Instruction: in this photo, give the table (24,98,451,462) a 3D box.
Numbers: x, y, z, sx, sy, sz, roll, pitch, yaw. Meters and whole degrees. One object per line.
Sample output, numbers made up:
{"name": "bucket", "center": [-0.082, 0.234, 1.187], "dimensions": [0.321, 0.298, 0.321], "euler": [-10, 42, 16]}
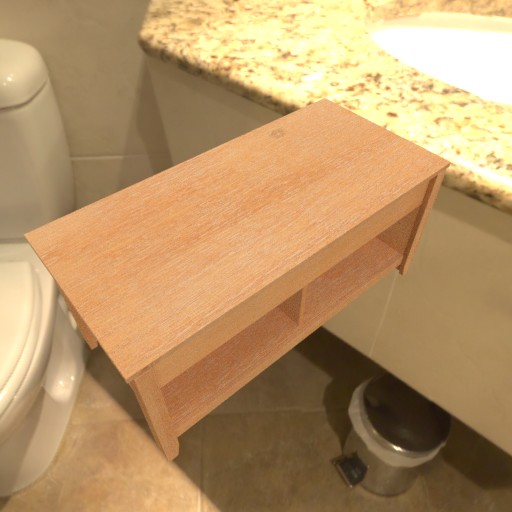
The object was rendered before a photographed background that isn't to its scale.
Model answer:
{"name": "table", "center": [0.000, 0.000, 1.301], "dimensions": [1.016, 0.457, 0.483], "euler": [-32, 55, -26]}
